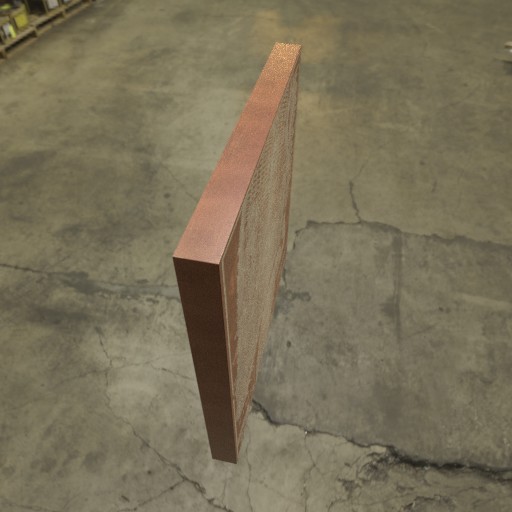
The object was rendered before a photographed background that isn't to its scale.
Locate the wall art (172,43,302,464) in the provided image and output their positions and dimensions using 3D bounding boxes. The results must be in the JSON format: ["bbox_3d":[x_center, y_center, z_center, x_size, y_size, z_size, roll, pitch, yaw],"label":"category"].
[{"bbox_3d":[0.000,0.000,0.597,0.035,0.403,0.403,9,47,9],"label":"wall art"}]
